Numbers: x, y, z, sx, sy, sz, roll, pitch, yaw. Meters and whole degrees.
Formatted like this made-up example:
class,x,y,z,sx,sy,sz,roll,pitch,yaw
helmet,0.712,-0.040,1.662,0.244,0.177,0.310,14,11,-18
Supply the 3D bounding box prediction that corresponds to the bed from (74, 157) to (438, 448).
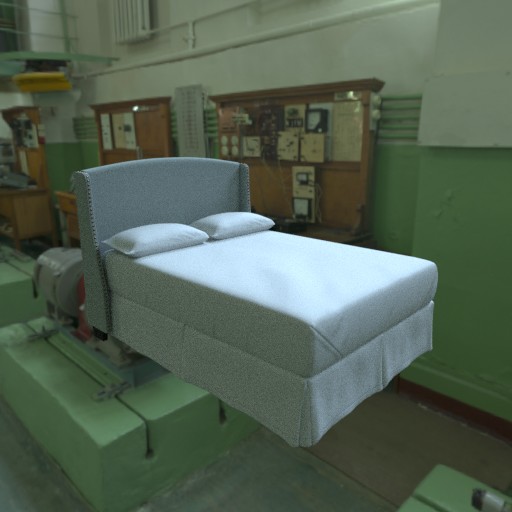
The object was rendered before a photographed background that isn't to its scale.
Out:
class,x,y,z,sx,sy,sz,roll,pitch,yaw
bed,0.000,0.000,3.373,2.237,1.407,1.710,14,20,42
